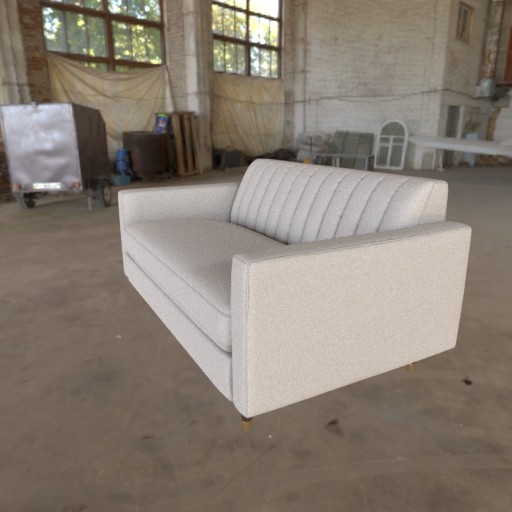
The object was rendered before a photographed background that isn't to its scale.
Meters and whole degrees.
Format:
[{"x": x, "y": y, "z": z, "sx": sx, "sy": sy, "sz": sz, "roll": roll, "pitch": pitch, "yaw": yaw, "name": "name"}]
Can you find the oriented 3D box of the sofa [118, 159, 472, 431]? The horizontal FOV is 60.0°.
[{"x": 0.000, "y": 0.000, "z": 2.104, "sx": 0.950, "sy": 0.801, "sz": 1.585, "roll": -9, "pitch": 18, "yaw": -27, "name": "sofa"}]
